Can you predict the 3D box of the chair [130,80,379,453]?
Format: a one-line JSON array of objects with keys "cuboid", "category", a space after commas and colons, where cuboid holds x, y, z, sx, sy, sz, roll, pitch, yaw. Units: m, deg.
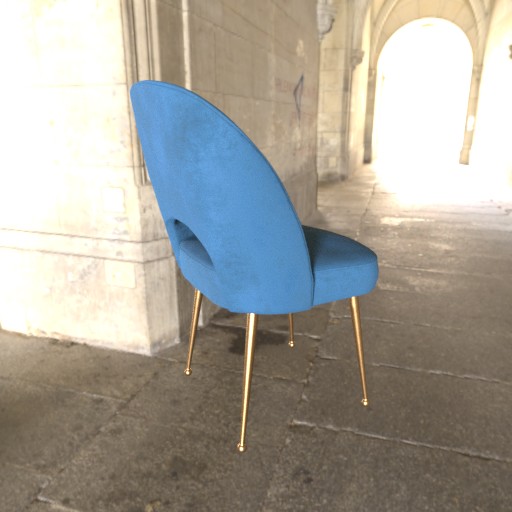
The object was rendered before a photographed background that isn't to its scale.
[{"cuboid": [0.000, 0.000, 1.200, 0.577, 0.860, 0.527, -9, 19, -27], "category": "chair"}]
